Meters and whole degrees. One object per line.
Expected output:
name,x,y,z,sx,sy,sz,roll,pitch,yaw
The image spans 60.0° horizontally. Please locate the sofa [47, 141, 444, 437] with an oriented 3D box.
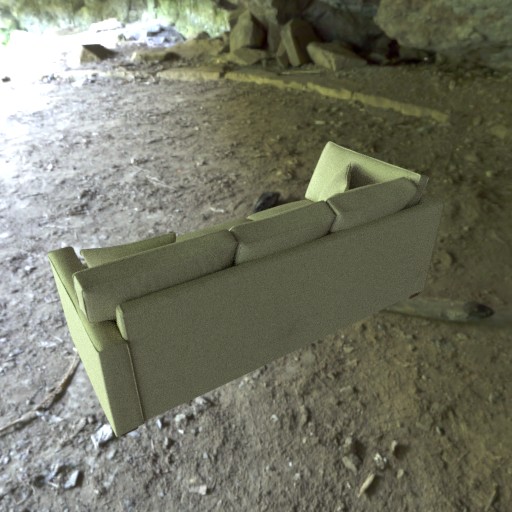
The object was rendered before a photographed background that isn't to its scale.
sofa,0.000,0.000,2.886,2.323,0.948,1.053,-18,35,-28
